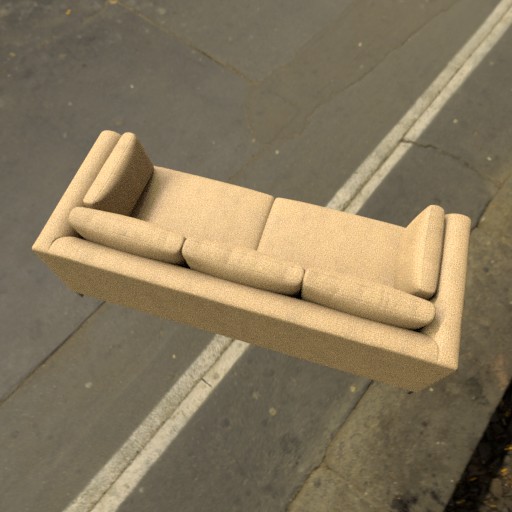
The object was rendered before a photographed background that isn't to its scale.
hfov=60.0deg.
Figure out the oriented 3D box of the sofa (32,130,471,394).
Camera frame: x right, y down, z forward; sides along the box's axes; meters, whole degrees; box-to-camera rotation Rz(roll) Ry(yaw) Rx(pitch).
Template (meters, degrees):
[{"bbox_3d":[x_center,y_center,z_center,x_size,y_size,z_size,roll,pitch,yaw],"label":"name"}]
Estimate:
[{"bbox_3d":[0.000,0.000,2.873,2.415,0.867,0.969,15,64,8],"label":"sofa"}]
